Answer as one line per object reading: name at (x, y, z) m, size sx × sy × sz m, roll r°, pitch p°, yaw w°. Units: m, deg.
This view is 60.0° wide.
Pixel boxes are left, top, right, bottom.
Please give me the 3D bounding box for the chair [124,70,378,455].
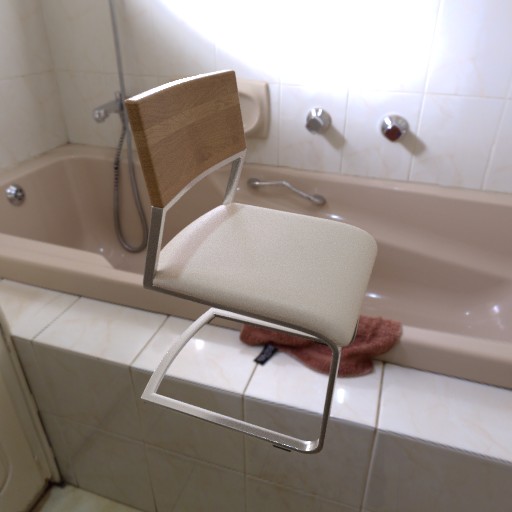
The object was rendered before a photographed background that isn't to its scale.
chair at (0.000, 0.000, 1.167) m, size 0.585 × 0.844 × 0.467 m, roll 11°, pitch 32°, yaw 18°
